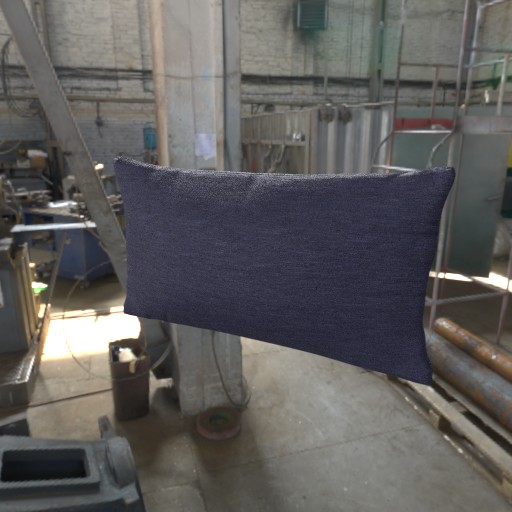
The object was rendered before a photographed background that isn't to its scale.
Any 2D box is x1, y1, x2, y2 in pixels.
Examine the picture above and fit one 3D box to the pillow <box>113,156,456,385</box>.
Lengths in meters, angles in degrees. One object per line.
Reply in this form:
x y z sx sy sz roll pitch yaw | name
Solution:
0.000 0.000 0.801 0.633 0.338 0.210 8 17 26 | pillow
